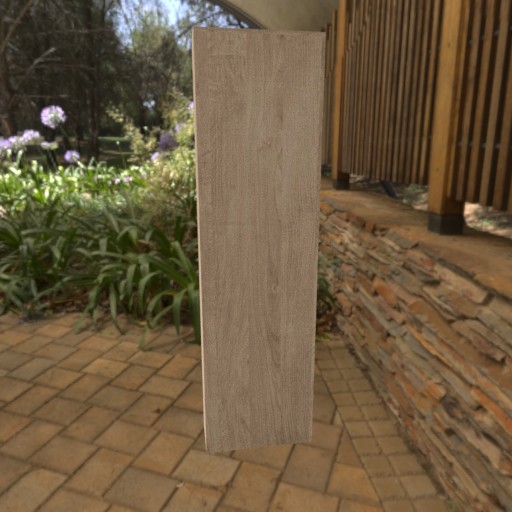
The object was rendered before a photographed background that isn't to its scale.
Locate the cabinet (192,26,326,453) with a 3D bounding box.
[{"bbox_3d":[0.000,0.000,1.971,0.500,1.790,0.230,-2,14,-9],"label":"cabinet"}]
